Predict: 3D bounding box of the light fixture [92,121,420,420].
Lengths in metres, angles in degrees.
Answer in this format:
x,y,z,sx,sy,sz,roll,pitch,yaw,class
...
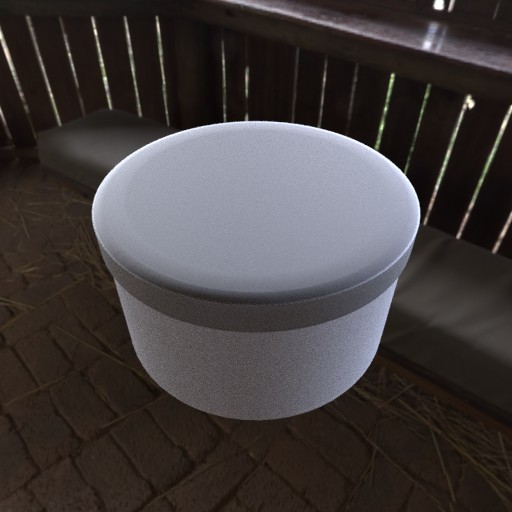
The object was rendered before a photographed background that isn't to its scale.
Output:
x,y,z,sx,sy,sz,roll,pitch,yaw,class
0.000,0.000,0.624,0.393,0.229,0.393,0,41,0,light fixture
